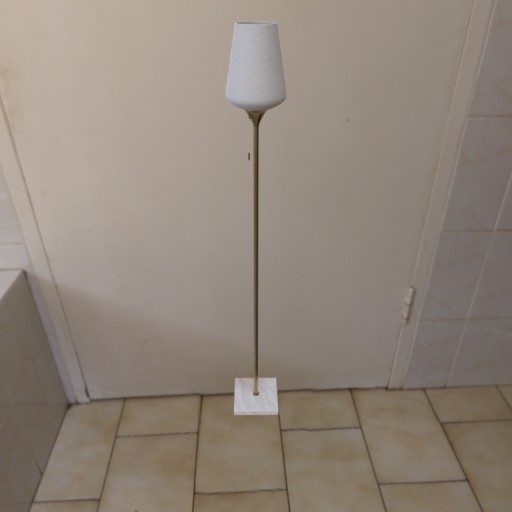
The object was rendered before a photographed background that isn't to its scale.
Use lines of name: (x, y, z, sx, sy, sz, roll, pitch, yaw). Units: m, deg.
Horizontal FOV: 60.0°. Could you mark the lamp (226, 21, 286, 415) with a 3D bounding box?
lamp: (0.000, 0.000, 1.944, 0.232, 1.813, 0.229, 0, 31, -1)
